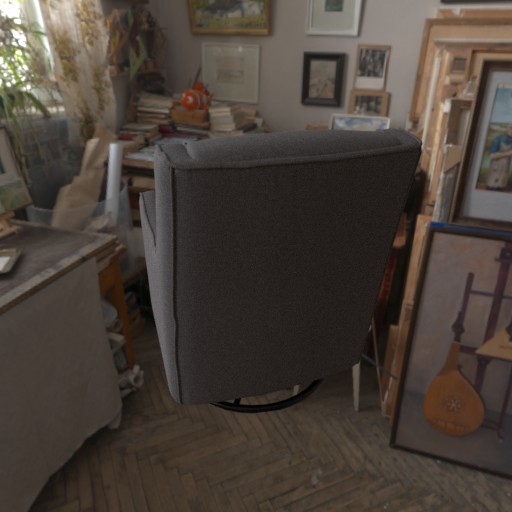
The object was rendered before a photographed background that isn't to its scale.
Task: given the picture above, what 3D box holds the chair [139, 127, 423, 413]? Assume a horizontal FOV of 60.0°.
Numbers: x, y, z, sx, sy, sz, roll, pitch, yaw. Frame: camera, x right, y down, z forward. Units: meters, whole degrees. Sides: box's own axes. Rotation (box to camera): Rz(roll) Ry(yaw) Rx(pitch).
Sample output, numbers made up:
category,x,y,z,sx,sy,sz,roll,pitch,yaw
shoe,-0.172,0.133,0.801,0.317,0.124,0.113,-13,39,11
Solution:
category,x,y,z,sx,sy,sz,roll,pitch,yaw
chair,0.000,0.000,1.586,0.732,0.993,0.879,-8,28,-16
